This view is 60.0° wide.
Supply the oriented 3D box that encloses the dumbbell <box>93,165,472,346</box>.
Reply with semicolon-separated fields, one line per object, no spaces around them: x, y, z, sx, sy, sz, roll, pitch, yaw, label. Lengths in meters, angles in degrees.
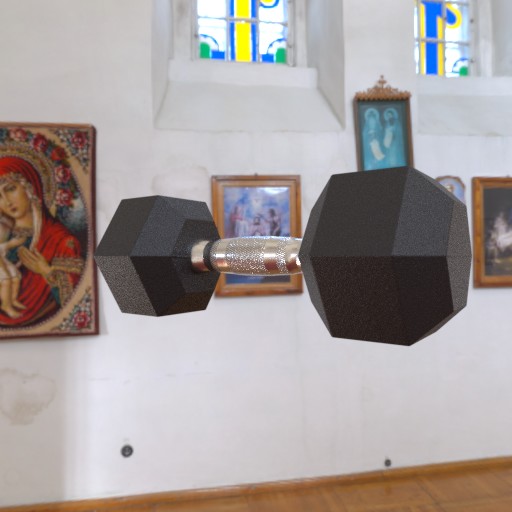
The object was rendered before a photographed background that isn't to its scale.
0.000;0.000;0.417;0.356;0.123;0.141;0;0;36;dumbbell
